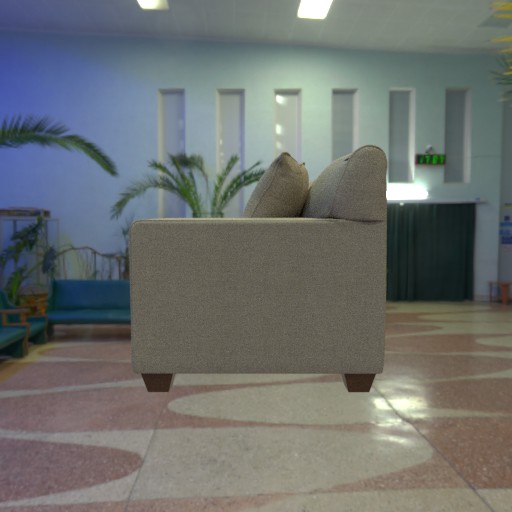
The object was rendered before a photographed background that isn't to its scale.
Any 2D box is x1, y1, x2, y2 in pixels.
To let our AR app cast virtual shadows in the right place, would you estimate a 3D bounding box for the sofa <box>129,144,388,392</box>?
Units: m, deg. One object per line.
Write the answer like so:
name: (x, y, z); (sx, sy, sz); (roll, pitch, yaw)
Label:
sofa: (0.000, 0.000, 2.620); (0.997, 0.958, 2.024); (0, 3, 0)
